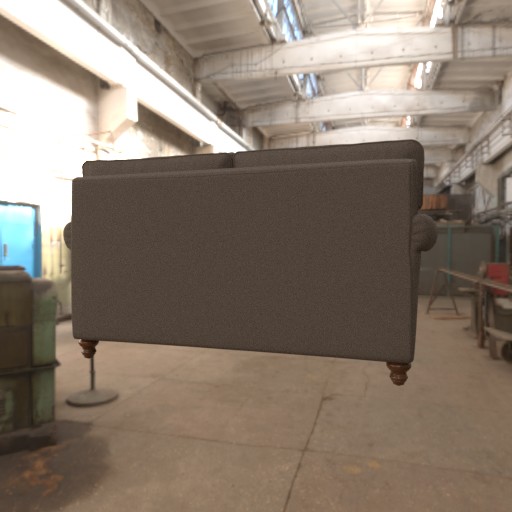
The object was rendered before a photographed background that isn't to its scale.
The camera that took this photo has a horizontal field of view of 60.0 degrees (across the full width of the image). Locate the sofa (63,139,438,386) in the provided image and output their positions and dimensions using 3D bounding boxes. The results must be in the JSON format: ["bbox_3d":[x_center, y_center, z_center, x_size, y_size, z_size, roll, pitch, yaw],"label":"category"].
[{"bbox_3d":[0.000,0.000,2.222,1.665,0.937,0.964,0,1,17],"label":"sofa"}]
